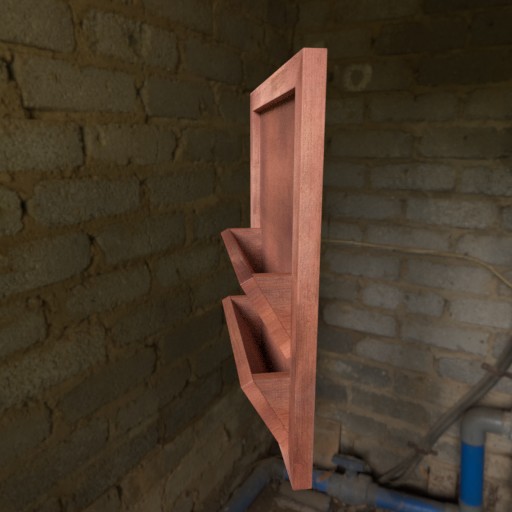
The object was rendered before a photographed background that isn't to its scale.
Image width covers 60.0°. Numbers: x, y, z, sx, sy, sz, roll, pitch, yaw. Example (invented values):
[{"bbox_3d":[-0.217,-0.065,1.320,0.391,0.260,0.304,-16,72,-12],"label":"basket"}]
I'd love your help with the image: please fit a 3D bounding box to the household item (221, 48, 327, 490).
[{"bbox_3d":[0.000,0.000,0.538,0.067,0.407,0.310,-2,14,-8],"label":"household item"}]
